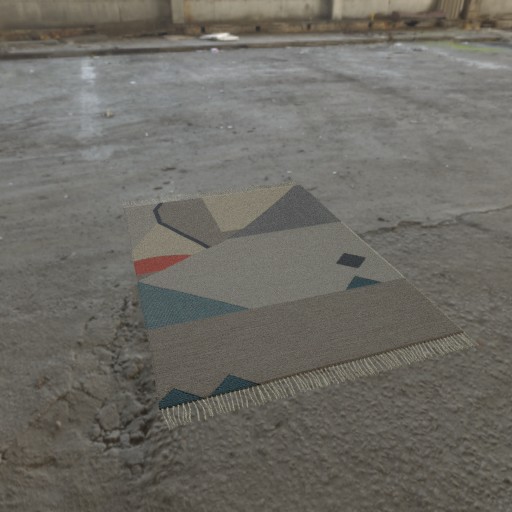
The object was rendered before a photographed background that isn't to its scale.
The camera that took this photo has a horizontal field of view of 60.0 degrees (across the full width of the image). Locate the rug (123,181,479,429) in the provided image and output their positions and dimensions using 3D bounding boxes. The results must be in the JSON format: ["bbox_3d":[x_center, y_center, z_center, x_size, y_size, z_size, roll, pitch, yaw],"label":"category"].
[{"bbox_3d":[0.000,0.000,2.287,1.220,0.005,1.828,-10,32,-16],"label":"rug"}]
